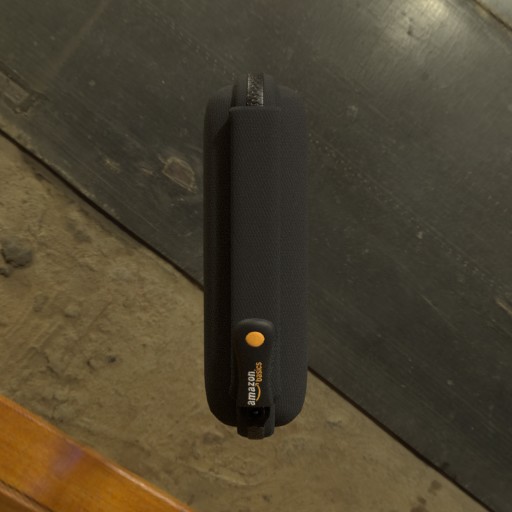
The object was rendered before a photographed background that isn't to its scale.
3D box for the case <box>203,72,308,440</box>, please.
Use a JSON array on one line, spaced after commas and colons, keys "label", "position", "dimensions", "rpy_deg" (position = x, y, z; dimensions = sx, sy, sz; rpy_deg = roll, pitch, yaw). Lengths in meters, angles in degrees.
[{"label": "case", "position": [0.000, 0.000, 0.185], "dimensions": [0.038, 0.105, 0.132], "rpy_deg": [0, 91, 0]}]
